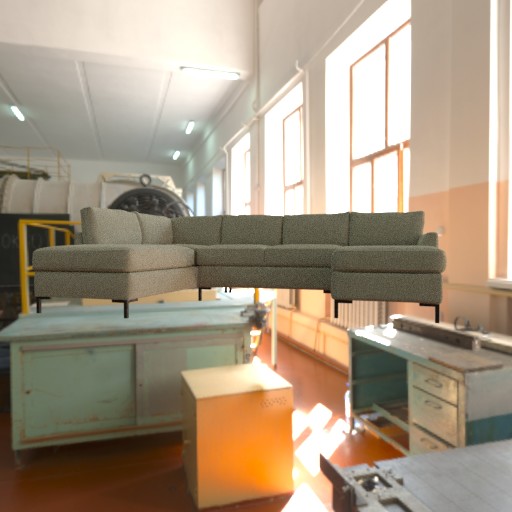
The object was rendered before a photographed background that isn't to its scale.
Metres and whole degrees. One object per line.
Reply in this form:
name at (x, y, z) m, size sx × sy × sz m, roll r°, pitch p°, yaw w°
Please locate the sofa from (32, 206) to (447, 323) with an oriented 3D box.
sofa at (0.000, 0.000, 3.833) m, size 2.984 × 0.862 × 1.989 m, roll 0°, pitch 1°, yaw 18°
